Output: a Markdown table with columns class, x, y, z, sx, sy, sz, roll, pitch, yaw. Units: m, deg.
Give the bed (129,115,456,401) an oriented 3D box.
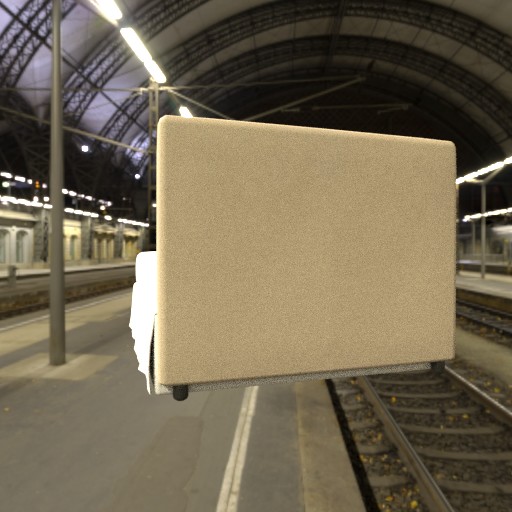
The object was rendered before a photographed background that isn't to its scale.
| class | x | y | z | sx | sy | sz | roll | pitch | yaw |
| --- | --- | --- | --- | --- | --- | --- | --- | --- | --- |
| bed | 0.000 | 0.000 | 3.241 | 1.723 | 1.330 | 2.142 | 0 | 1 | -18 |
